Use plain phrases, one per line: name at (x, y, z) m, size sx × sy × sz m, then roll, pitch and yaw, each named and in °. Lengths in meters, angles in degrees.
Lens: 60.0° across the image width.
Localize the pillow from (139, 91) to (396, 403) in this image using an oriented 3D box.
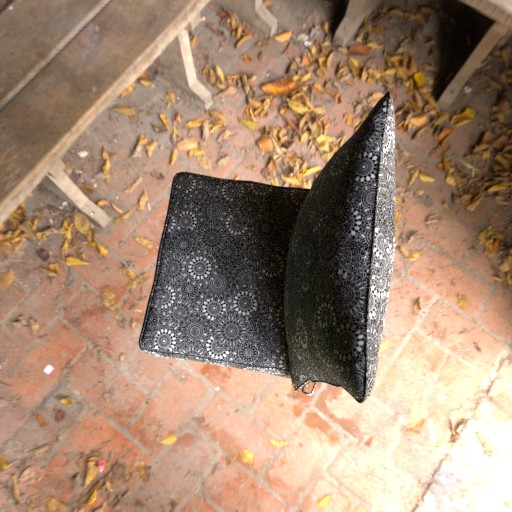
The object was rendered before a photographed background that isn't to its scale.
pillow at (0.000, 0.000, 1.376) m, size 0.740 × 0.722 × 0.798 m, roll 8°, pitch 76°, yaw 2°
